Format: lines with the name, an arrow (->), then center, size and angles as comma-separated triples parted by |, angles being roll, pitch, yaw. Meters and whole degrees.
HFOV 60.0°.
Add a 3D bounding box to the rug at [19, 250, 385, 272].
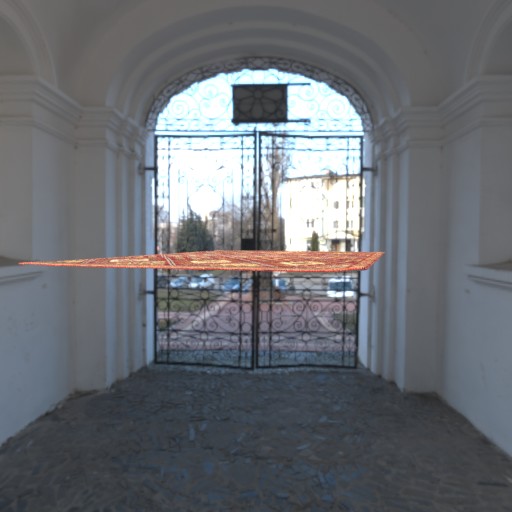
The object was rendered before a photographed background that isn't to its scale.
rug -> 0.000, 0.000, 2.840 | 1.521, 0.026, 2.286 | 1, 2, 18
